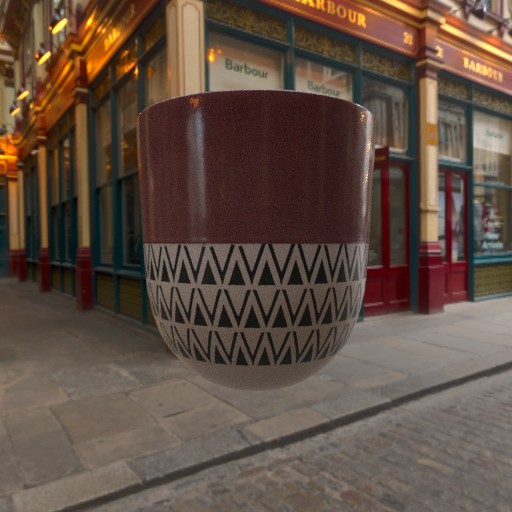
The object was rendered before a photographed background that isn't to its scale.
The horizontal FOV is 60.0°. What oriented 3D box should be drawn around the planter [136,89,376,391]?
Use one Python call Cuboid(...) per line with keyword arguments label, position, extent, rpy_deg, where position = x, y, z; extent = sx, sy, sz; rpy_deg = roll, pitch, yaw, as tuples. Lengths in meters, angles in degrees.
Cuboid(label="planter", position=(0.000, 0.000, 0.376), extent=(0.195, 0.214, 0.195), rpy_deg=(0, 2, 0))
